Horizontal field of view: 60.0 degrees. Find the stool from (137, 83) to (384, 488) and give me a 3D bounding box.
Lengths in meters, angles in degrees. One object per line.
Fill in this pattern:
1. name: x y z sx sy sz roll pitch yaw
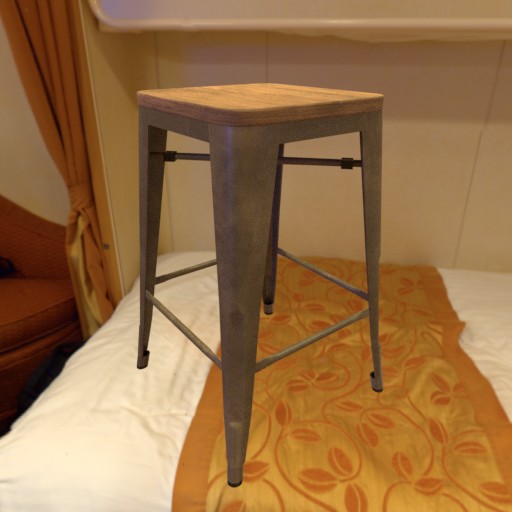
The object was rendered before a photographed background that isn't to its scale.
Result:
1. stool: 0.000 0.000 0.876 0.407 0.607 0.407 -18 31 -33
